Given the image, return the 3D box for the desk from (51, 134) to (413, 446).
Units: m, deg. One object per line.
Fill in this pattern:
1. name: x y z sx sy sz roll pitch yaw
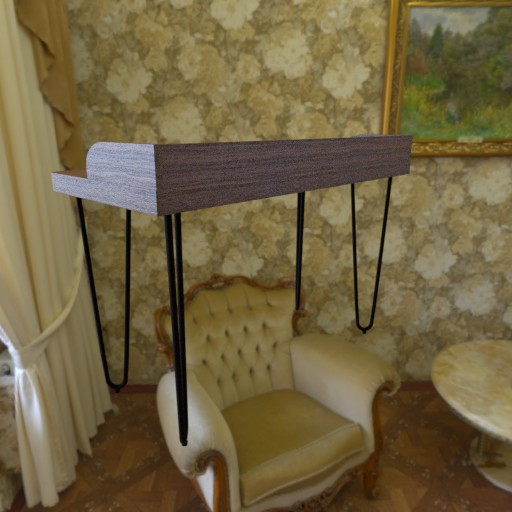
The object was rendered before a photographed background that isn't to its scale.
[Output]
1. desk: 0.000 0.000 1.641 0.565 0.854 1.200 15 22 42
